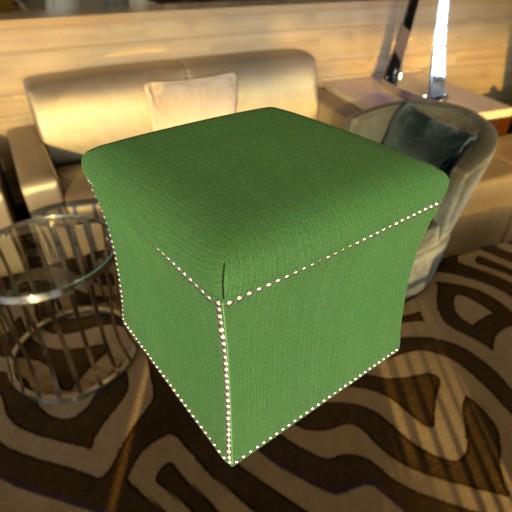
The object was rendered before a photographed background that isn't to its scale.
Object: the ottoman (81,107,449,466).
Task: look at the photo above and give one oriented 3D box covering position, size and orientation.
[{"bbox_3d":[0.000,0.000,0.914,0.497,0.475,0.507,-23,41,-30],"label":"ottoman"}]
